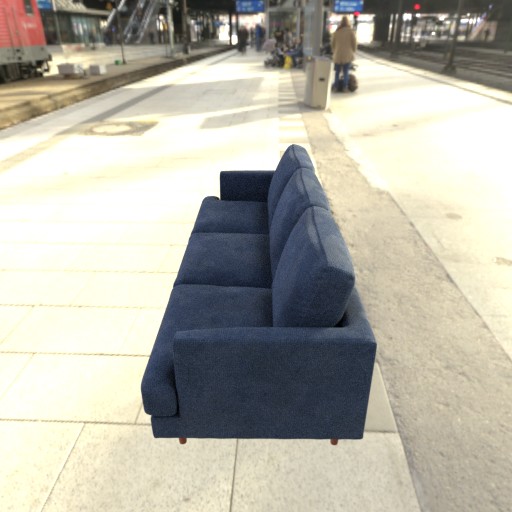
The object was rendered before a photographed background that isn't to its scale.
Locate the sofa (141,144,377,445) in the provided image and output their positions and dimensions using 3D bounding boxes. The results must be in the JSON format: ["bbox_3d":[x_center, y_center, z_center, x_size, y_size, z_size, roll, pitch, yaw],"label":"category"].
[{"bbox_3d":[0.000,0.000,2.681,0.903,0.930,2.246,0,27,0],"label":"sofa"}]
